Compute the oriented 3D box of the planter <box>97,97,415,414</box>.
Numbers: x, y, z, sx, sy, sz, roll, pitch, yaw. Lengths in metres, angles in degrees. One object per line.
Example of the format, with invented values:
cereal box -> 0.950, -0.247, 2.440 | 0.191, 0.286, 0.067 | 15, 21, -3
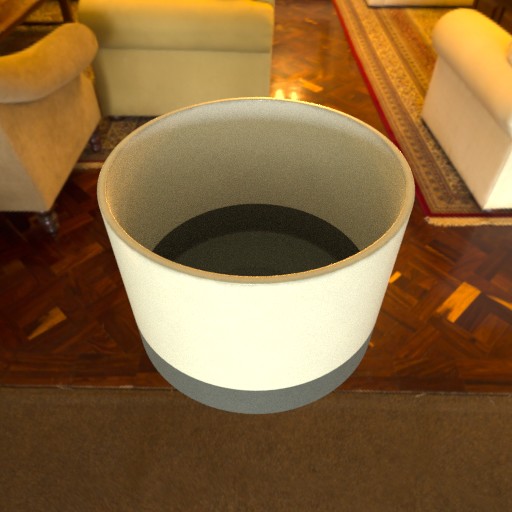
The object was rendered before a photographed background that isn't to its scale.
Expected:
planter -> 0.000, 0.000, 0.221 | 0.128, 0.105, 0.128 | 0, 45, 0
